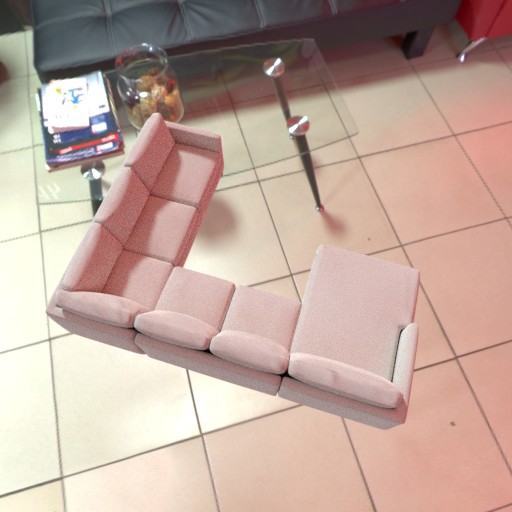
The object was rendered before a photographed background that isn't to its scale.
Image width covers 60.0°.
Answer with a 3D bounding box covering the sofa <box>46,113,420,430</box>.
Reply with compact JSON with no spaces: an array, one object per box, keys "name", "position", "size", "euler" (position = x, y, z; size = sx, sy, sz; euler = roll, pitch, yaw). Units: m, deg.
[{"name":"sofa","position":[0.000,0.000,4.725],"size":[3.459,0.956,2.593],"euler":[15,65,7]}]
